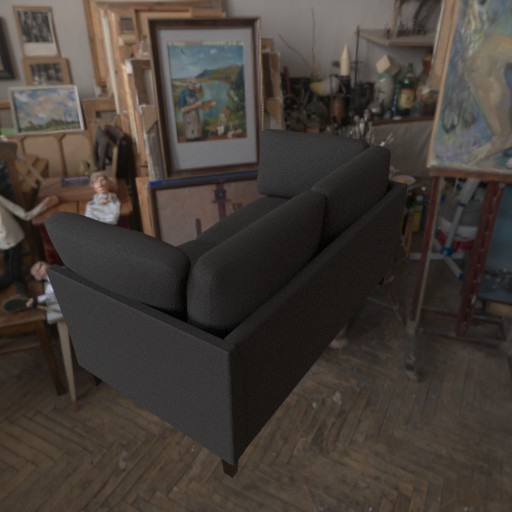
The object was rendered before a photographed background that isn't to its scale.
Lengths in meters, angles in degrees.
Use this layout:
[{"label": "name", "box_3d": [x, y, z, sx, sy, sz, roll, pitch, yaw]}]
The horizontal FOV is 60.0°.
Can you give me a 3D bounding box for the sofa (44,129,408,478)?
[{"label": "sofa", "box_3d": [0.000, 0.000, 2.316, 0.969, 0.920, 1.751, 20, 36, 29]}]
